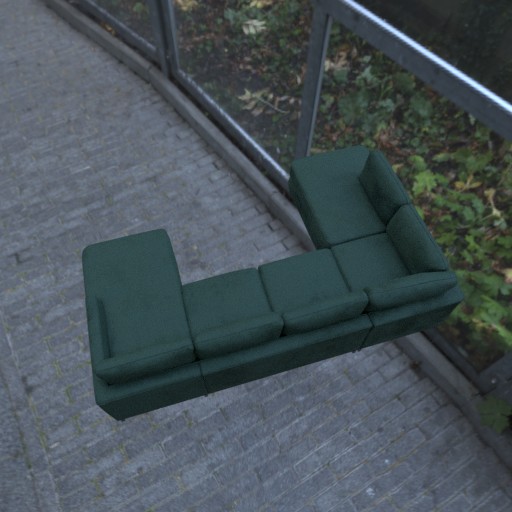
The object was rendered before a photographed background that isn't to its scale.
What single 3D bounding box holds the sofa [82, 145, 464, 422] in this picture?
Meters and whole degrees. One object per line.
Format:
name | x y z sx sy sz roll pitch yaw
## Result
sofa | 0.000 0.000 3.986 2.994 0.861 1.992 -14 59 -9
